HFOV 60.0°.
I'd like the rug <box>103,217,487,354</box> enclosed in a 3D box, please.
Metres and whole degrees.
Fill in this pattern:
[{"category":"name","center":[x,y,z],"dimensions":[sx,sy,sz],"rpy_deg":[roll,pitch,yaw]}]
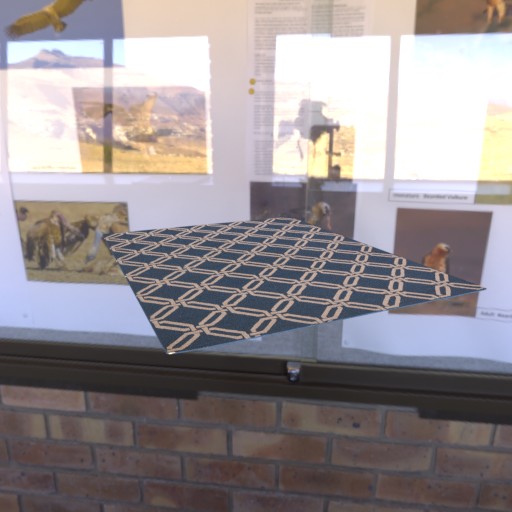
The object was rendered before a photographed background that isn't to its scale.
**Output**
[{"category":"rug","center":[0.000,0.000,3.896],"dimensions":[2.277,0.020,2.867],"rpy_deg":[-7,18,-24]}]
